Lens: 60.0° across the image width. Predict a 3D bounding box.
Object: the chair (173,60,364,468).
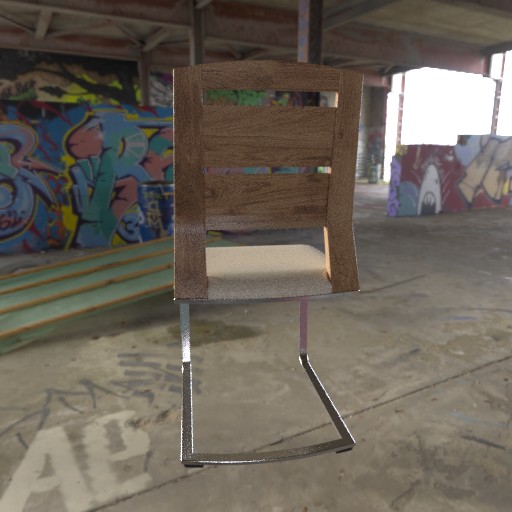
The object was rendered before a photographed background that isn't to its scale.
[{"bbox_3d":[0.000,0.000,1.271,0.457,0.955,0.561,-2,13,-8],"label":"chair"}]
